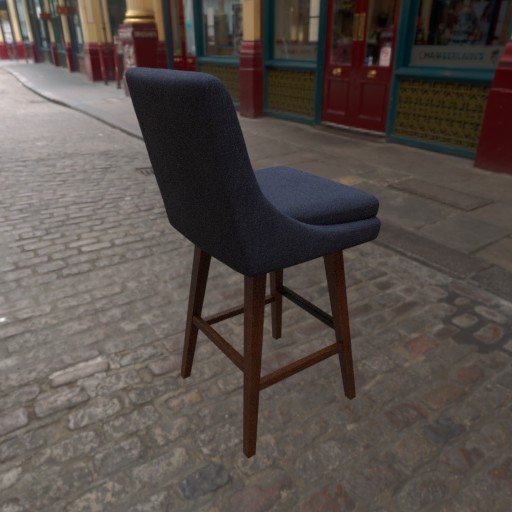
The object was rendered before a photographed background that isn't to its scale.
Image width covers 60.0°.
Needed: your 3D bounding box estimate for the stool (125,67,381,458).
[{"bbox_3d":[0.000,0.000,1.359,0.572,1.068,0.489,-16,30,-31],"label":"stool"}]
